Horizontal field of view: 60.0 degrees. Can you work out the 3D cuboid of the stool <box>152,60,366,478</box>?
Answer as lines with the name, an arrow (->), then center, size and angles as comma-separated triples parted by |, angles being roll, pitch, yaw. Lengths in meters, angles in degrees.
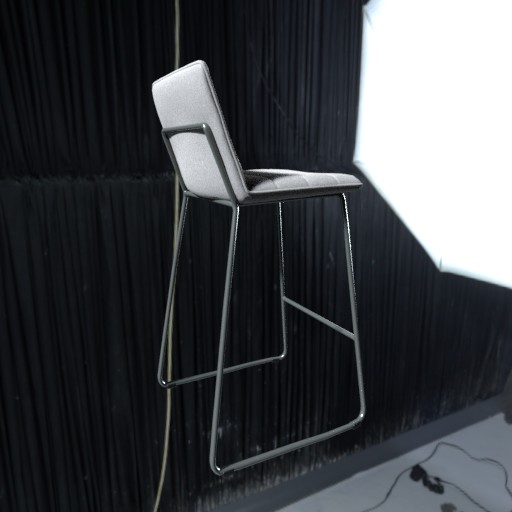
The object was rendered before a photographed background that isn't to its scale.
stool -> 0.000, 0.000, 1.274 | 0.490, 0.960, 0.490 | -7, 15, -27
